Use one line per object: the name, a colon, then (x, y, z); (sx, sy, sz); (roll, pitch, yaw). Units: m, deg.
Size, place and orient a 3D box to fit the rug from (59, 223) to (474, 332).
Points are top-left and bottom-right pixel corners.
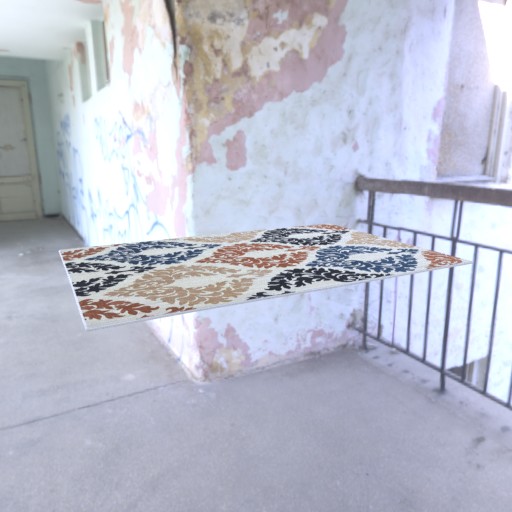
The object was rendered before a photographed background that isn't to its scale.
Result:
rug: (0.000, 0.000, 2.897); (2.275, 0.014, 1.514); (-7, 16, -26)
